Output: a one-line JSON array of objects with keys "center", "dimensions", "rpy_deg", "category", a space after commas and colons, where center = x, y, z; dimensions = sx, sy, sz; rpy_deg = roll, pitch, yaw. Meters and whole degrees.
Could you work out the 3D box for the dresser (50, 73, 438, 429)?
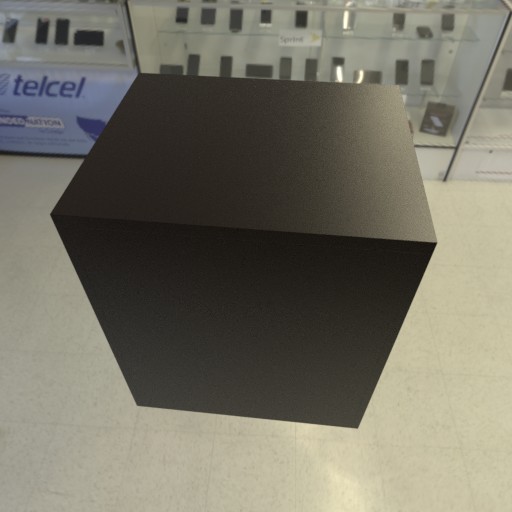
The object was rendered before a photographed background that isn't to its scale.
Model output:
[{"center": [0.000, 0.000, 0.748], "dimensions": [0.400, 0.470, 0.360], "rpy_deg": [4, 47, 4], "category": "dresser"}]
